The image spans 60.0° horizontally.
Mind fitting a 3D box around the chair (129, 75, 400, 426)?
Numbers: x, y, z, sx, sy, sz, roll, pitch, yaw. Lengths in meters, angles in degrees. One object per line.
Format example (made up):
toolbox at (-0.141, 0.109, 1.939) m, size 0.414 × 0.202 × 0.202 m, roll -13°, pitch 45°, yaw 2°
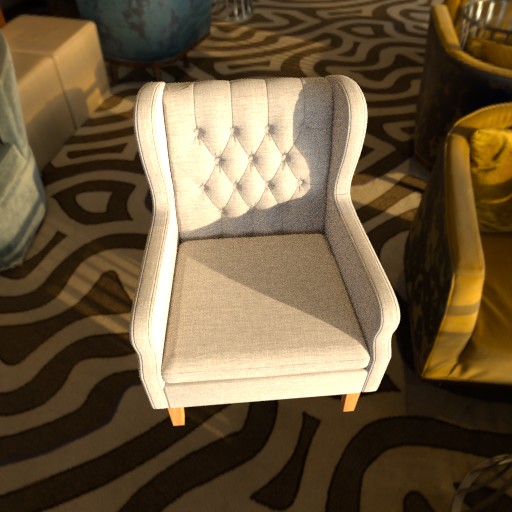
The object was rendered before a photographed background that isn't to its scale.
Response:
chair at (0.000, 0.000, 1.455) m, size 0.710 × 0.930 × 0.760 m, roll -4°, pitch 47°, yaw -3°
